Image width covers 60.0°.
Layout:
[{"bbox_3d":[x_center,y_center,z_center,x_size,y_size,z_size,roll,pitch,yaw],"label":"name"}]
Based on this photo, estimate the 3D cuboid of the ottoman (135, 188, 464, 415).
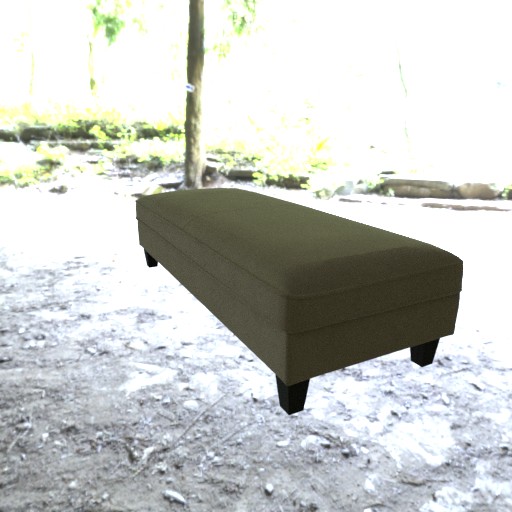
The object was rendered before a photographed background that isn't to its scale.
[{"bbox_3d":[0.000,0.000,2.063,0.735,0.460,1.726,-9,19,-27],"label":"ottoman"}]
